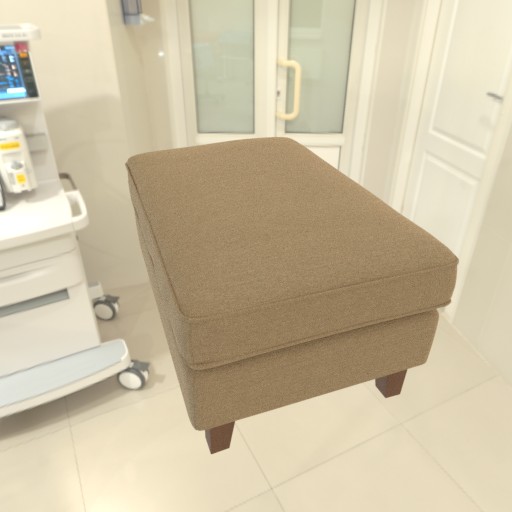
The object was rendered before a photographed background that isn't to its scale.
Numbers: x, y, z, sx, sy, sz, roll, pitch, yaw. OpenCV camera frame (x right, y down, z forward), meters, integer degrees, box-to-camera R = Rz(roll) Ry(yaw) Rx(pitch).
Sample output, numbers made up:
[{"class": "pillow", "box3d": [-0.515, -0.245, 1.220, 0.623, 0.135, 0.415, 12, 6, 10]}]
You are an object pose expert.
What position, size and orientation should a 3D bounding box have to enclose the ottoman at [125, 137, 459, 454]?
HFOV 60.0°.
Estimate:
[{"class": "ottoman", "box3d": [0.000, 0.000, 1.331, 0.636, 0.521, 0.945, -11, 33, -17]}]
